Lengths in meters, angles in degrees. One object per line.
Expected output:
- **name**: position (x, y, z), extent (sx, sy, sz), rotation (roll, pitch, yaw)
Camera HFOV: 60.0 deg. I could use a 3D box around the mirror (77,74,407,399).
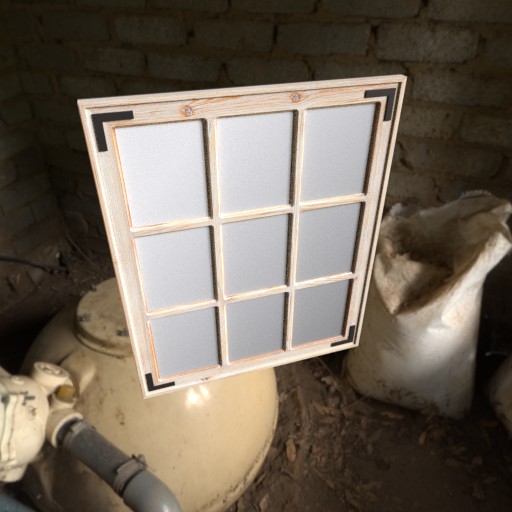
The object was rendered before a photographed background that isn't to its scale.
- **mirror**: position (0.000, 0.000, 1.204), extent (0.730, 0.882, 0.032), rotation (-10, 36, -15)
